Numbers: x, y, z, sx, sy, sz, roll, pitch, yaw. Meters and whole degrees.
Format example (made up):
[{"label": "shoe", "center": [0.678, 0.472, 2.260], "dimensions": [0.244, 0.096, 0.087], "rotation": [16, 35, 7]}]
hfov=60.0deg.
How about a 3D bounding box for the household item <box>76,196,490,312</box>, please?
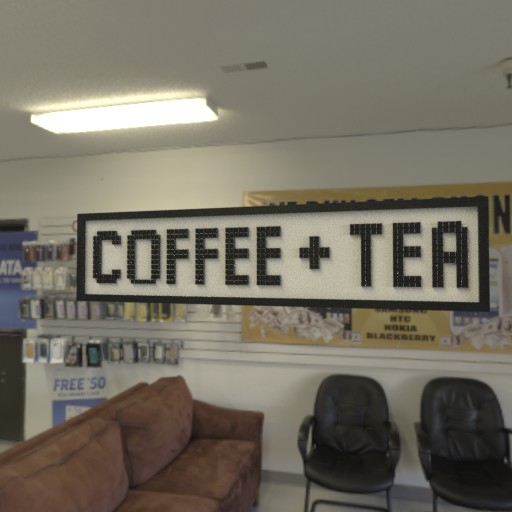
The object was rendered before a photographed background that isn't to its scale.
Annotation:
[{"label": "household item", "center": [0.000, 0.000, 1.062], "dimensions": [1.001, 0.236, 0.030], "rotation": [0, -2, 17]}]
